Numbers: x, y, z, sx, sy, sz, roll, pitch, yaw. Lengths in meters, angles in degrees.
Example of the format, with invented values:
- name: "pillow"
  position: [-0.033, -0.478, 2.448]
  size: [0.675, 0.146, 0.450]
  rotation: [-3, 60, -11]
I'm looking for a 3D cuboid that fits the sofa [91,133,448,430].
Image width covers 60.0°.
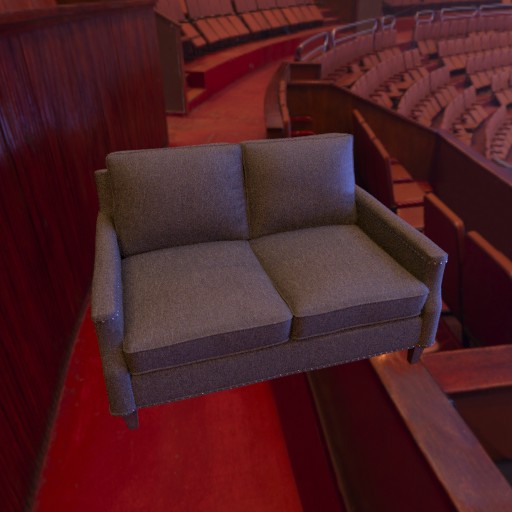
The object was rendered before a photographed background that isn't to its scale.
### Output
- name: "sofa"
  position: [0.000, 0.000, 2.305]
  size: [1.597, 1.003, 1.084]
  rotation: [-9, 32, -14]
